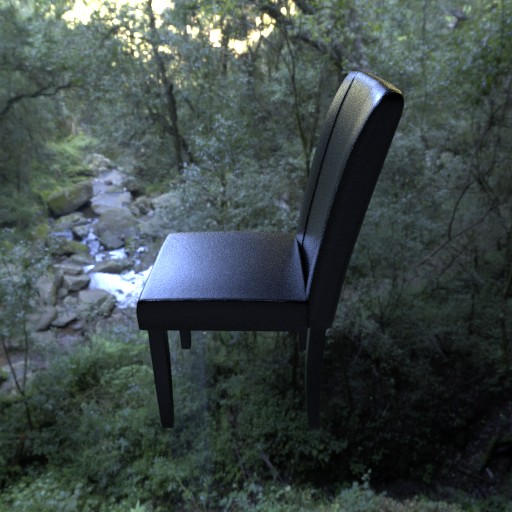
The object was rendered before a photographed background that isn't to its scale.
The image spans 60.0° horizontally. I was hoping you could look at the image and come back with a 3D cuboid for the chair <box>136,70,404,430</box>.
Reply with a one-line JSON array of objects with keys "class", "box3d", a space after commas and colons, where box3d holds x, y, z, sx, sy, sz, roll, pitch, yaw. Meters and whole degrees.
[{"class": "chair", "box3d": [0.000, 0.000, 1.182, 0.556, 0.897, 0.399, 0, 28, 1]}]
